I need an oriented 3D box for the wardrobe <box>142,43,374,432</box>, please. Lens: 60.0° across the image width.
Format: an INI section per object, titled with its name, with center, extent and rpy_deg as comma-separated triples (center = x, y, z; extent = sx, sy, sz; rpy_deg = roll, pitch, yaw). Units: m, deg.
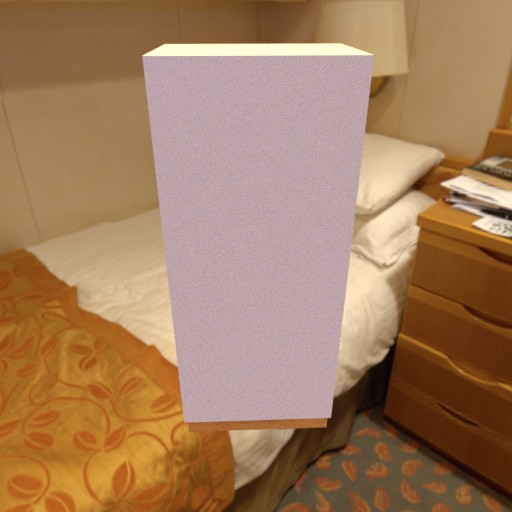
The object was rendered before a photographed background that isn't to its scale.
[wardrobe]
center = 0.000, 0.000, 2.403
extent = 0.860, 2.040, 0.600
rpy_deg = -1, 29, -2
